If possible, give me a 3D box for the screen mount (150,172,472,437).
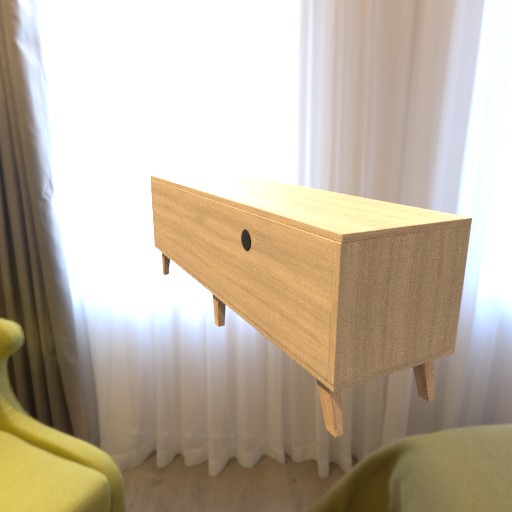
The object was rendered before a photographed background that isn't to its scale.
[{"bbox_3d":[0.000,0.000,1.695,0.401,0.509,1.500,-8,17,-27],"label":"screen mount"}]
